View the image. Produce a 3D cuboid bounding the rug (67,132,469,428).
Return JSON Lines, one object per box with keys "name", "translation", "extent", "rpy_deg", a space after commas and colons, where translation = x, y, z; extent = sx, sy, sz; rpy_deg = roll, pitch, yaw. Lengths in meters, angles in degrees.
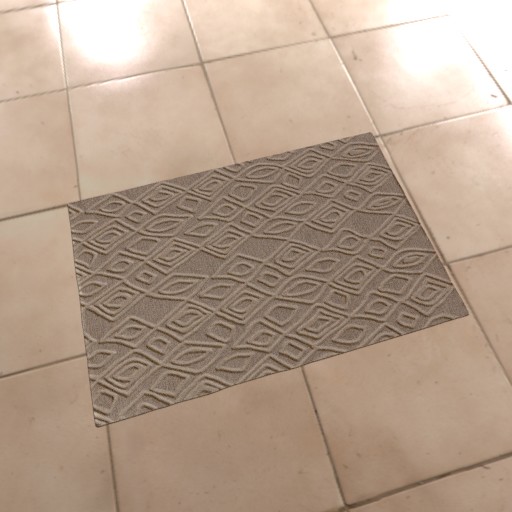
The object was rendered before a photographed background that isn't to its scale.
{"name": "rug", "translation": [0.000, 0.000, 2.320], "extent": [1.832, 0.016, 1.224], "rpy_deg": [-15, 64, -7]}
